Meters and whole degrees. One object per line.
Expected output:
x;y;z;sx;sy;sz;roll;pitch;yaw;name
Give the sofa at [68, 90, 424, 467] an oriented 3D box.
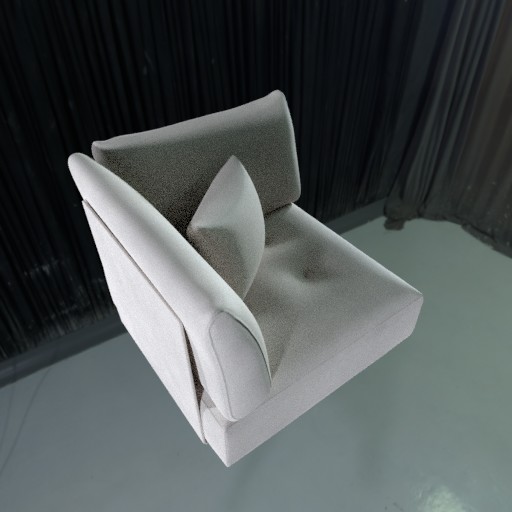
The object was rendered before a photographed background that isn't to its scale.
0.000;0.000;1.736;1.000;0.820;1.000;-26;47;-27;sofa
